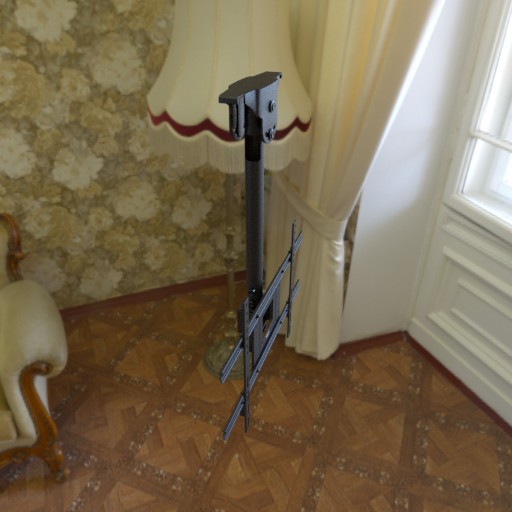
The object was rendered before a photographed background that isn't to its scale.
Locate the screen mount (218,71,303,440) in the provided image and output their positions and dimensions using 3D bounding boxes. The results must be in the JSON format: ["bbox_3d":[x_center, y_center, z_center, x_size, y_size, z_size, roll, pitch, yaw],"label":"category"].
[{"bbox_3d":[0.000,0.000,1.046,0.090,0.775,0.595,11,33,17],"label":"screen mount"}]
